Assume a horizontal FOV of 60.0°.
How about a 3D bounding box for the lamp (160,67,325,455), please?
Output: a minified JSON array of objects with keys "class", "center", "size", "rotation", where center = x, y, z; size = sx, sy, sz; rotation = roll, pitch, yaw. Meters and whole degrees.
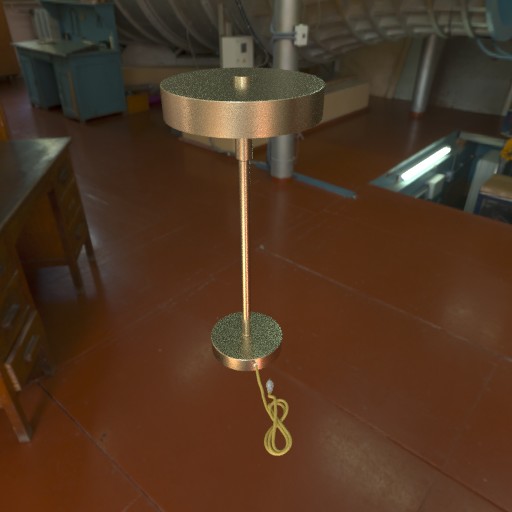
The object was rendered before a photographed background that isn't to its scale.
[{"class":"lamp","center":[0.000,0.000,0.693],"size":[0.229,0.508,0.369],"rotation":[-8,33,-13]}]
